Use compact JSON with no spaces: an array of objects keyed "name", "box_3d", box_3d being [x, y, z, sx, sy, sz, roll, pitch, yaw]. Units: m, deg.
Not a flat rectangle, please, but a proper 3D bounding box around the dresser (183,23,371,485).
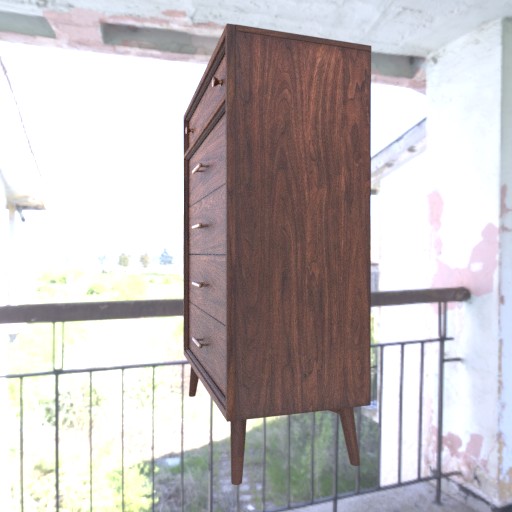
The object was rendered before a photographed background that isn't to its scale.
[{"name":"dresser","box_3d":[0.000,0.000,1.804,0.498,1.365,0.919,0,0,-17]}]
